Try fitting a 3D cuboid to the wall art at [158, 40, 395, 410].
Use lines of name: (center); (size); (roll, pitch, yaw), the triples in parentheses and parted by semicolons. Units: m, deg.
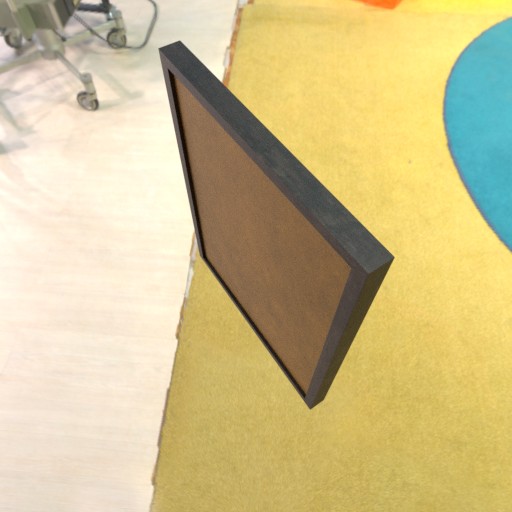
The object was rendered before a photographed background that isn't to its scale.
wall art: (0.000, 0.000, 0.567); (0.027, 0.406, 0.329); (-30, 62, -17)
